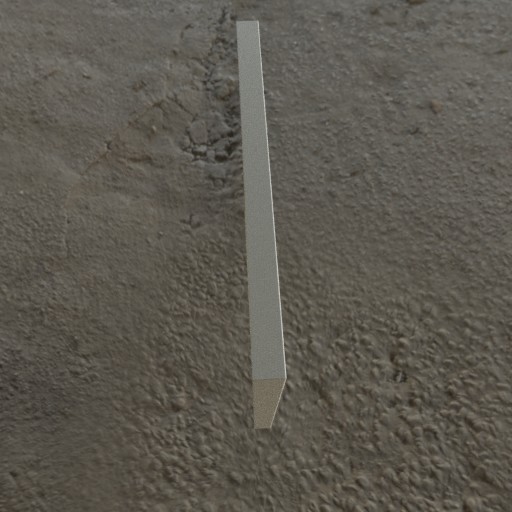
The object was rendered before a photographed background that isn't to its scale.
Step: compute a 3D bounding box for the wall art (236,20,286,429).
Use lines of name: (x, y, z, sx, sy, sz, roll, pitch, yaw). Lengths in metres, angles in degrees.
wall art: (0.000, 0.000, 0.908, 0.038, 0.610, 0.610, -3, 64, -1)
